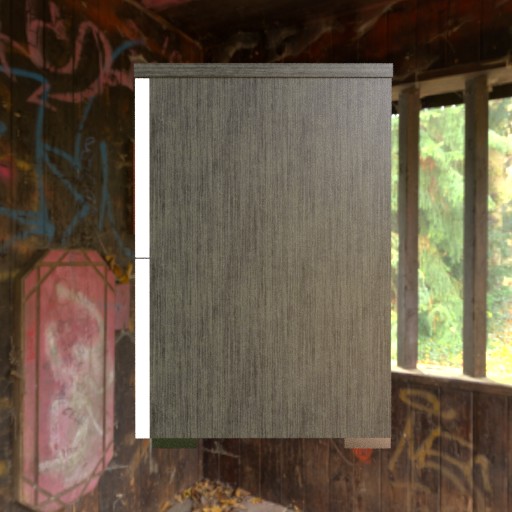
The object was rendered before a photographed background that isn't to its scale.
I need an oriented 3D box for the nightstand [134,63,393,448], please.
[{"bbox_3d":[0.000,0.000,0.749,0.325,0.460,0.441,0,0,0],"label":"nightstand"}]
